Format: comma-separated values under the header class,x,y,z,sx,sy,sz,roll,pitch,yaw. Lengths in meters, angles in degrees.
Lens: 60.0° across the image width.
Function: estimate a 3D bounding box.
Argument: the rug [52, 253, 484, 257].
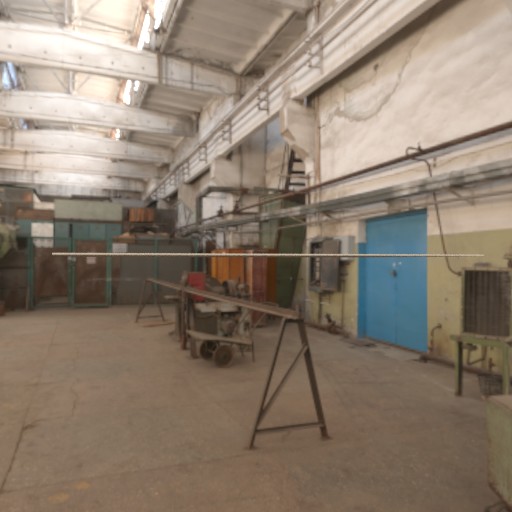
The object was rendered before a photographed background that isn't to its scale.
class,x,y,z,sx,sy,sz,roll,pitch,yaw
rug,0.000,0.000,2.901,2.284,0.008,1.522,0,0,-19
